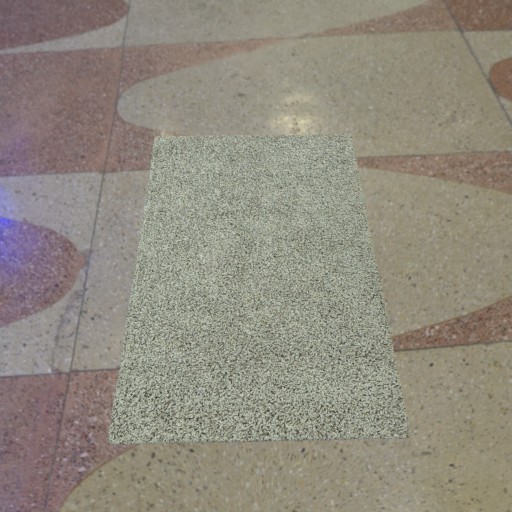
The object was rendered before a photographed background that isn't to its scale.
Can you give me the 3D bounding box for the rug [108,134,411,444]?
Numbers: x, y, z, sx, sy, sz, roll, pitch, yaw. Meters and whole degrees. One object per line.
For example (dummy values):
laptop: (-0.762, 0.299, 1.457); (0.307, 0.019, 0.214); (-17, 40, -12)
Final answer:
rug: (0.000, 0.000, 2.262); (1.219, 0.030, 1.778); (-1, 57, -1)
